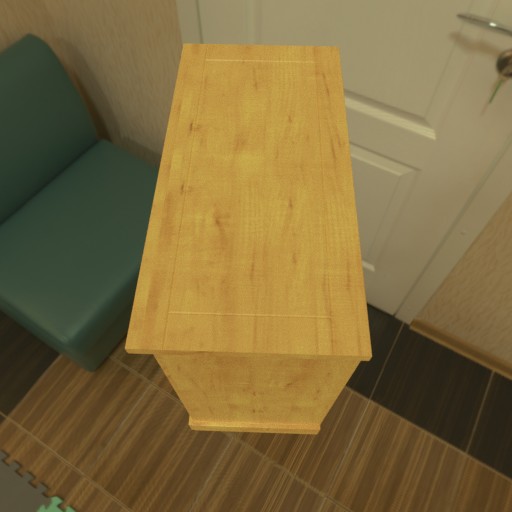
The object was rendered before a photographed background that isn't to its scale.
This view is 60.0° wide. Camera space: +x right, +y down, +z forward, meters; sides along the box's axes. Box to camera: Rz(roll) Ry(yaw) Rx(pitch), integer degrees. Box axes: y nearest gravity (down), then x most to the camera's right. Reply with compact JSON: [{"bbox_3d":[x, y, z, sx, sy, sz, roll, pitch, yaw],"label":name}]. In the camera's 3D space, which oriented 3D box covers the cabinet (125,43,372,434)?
[{"bbox_3d":[0.000,0.000,1.402,0.450,0.840,0.920,2,59,1],"label":"cabinet"}]
